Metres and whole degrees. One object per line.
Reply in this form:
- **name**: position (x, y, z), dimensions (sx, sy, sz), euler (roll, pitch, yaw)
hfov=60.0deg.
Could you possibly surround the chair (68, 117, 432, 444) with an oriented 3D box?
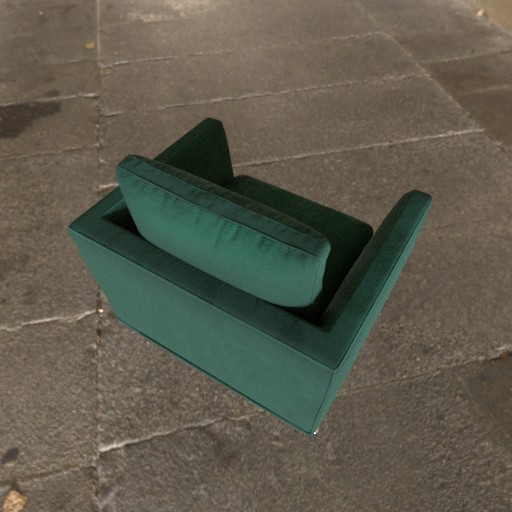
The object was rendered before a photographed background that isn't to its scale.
- **chair**: position (0.000, 0.000, 1.778), dimensions (1.047, 0.997, 0.852), euler (25, 53, 21)
